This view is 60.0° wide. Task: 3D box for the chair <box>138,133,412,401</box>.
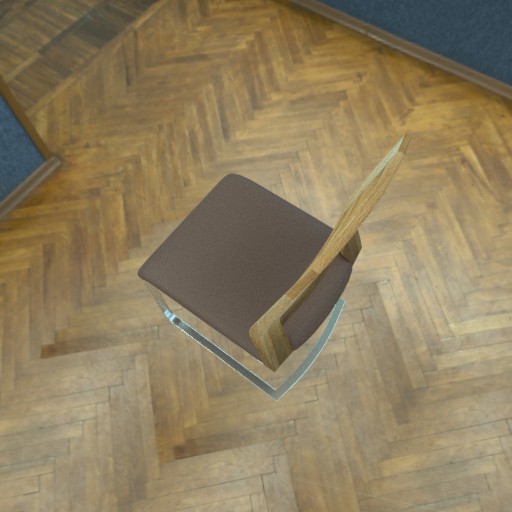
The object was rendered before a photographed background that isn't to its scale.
[{"bbox_3d":[0.000,0.000,1.263,0.570,0.970,0.460,33,69,15],"label":"chair"}]
